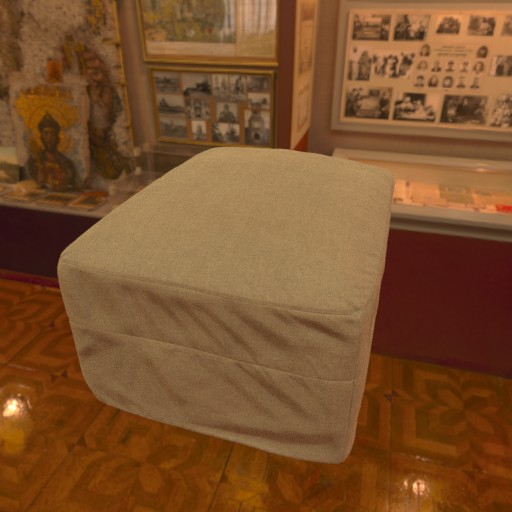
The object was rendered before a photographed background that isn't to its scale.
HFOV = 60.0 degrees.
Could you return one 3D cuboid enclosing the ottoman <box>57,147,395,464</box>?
[{"bbox_3d":[0.000,0.000,1.234,0.683,0.481,0.837,9,31,15],"label":"ottoman"}]
